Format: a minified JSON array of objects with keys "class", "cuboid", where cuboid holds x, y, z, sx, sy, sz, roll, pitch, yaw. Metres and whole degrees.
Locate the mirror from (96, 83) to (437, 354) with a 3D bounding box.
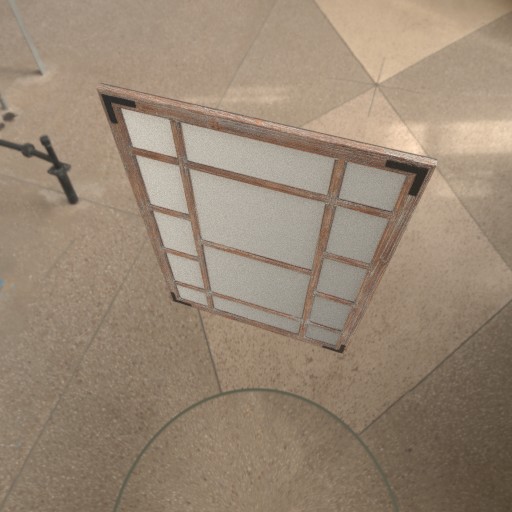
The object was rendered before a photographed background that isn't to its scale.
[{"class":"mirror","cuboid":[0.000,0.000,1.298,0.705,0.996,0.025,16,59,10]}]
